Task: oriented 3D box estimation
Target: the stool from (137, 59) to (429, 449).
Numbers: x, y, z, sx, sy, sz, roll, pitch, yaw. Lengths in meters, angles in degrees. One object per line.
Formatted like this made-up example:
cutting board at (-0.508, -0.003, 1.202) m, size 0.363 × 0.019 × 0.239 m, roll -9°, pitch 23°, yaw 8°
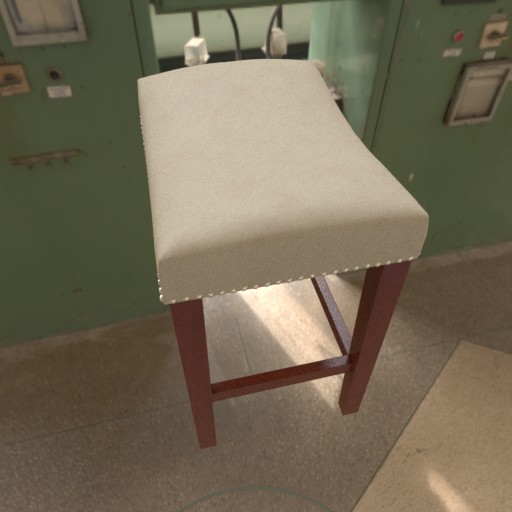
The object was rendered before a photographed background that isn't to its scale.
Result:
stool at (0.000, 0.000, 0.931) m, size 0.375 × 0.632 × 0.509 m, roll -10°, pitch 48°, yaw -9°
